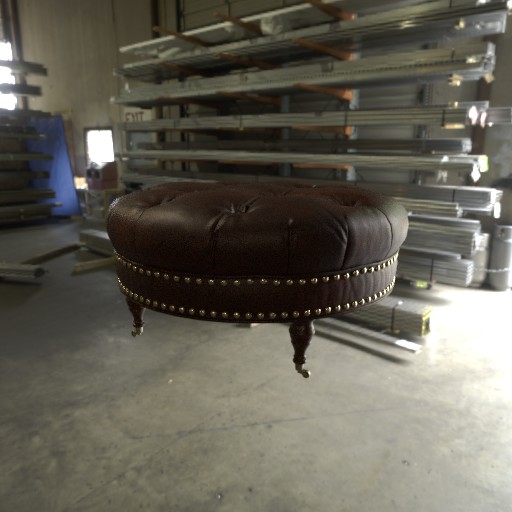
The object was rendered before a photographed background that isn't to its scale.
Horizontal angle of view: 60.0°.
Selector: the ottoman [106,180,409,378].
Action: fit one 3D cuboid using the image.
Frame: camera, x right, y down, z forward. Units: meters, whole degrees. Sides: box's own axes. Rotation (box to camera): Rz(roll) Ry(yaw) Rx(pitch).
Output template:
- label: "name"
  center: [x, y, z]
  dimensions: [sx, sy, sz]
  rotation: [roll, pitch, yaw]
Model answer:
- label: "ottoman"
  center: [0.000, 0.000, 1.406]
  dimensions: [0.901, 0.455, 0.901]
  rotation: [0, 14, 0]
